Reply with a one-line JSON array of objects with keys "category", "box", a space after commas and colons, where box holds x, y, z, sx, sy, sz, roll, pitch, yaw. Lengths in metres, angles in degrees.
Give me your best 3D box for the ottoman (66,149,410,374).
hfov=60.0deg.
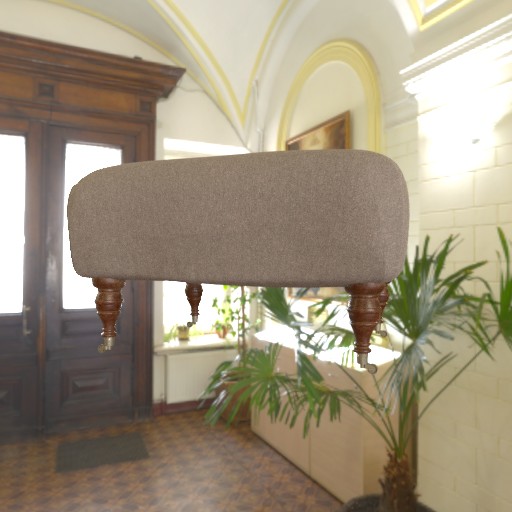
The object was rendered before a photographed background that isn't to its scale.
[{"category": "ottoman", "box": [0.000, 0.000, 1.141, 0.747, 0.450, 0.622, 0, -1, 19]}]
